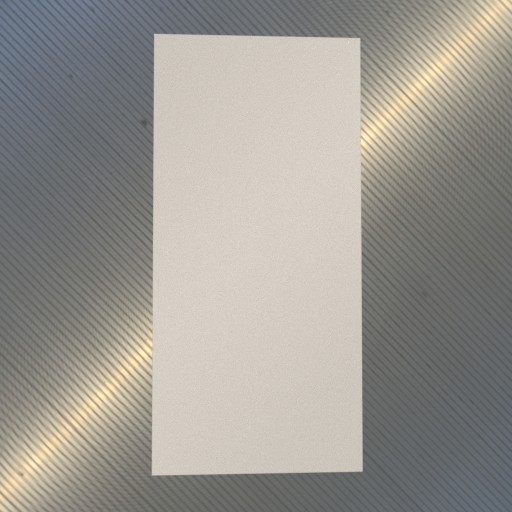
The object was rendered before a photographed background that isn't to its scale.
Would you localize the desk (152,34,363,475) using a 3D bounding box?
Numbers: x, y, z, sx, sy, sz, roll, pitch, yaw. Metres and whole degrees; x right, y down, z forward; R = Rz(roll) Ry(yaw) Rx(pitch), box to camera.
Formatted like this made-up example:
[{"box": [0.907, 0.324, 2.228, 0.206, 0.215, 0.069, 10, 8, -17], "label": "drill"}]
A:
[{"box": [0.000, 0.000, 1.460, 0.525, 0.780, 1.057, 0, 89, -2], "label": "desk"}]
